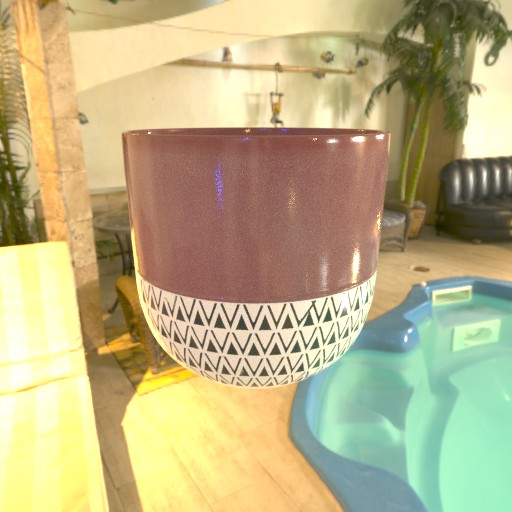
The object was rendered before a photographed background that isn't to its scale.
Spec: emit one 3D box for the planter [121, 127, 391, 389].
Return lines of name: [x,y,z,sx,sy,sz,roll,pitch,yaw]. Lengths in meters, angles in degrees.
planter: [0.000,0.000,0.495,0.266,0.270,0.266,0,18,0]
